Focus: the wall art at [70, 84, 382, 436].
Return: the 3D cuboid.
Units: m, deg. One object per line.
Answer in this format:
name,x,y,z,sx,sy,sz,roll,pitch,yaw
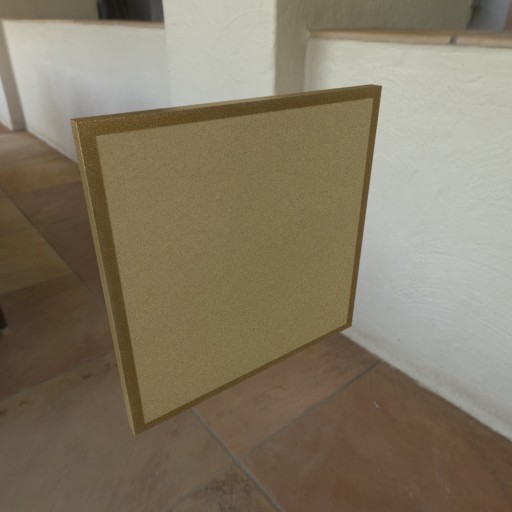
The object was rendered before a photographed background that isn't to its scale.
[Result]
wall art,0.000,0.000,1.126,0.762,0.760,0.037,-19,34,-31
